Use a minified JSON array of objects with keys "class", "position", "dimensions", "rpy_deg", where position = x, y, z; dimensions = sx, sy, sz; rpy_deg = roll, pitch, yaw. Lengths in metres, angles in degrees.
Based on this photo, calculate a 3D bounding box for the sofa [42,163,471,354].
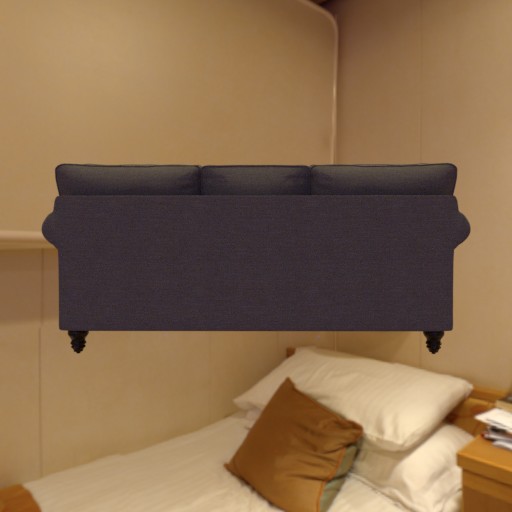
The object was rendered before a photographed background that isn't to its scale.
[{"class":"sofa","position":[0.000,0.000,2.571],"dimensions":[2.084,0.966,0.909],"rpy_deg":[0,0,0]}]
